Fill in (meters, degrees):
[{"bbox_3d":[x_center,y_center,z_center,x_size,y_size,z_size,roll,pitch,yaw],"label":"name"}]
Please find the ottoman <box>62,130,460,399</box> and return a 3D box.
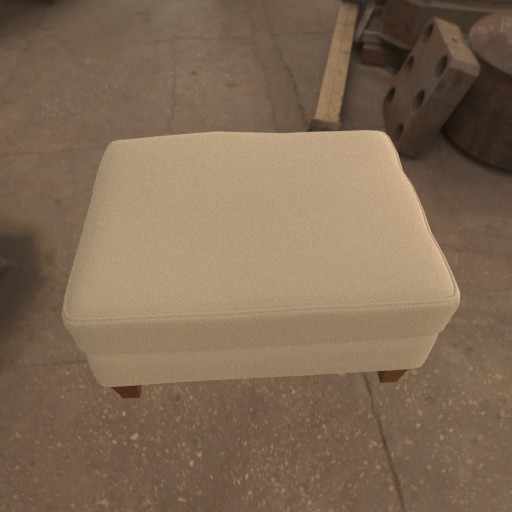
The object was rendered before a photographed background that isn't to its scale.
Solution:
[{"bbox_3d":[0.000,0.000,1.212,0.818,0.485,0.634,-3,49,-2],"label":"ottoman"}]
